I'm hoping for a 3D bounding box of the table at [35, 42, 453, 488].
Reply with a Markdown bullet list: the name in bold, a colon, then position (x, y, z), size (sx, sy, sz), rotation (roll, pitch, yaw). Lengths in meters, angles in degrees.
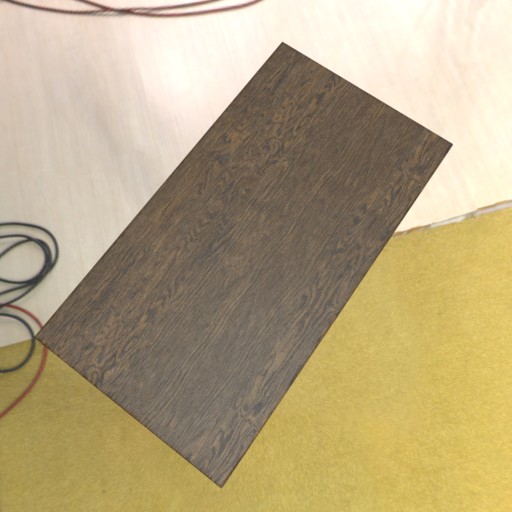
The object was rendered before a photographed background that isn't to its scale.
- **table**: position (0.000, 0.000, 2.539), size (1.078, 0.795, 1.989), rotation (35, 78, 9)
